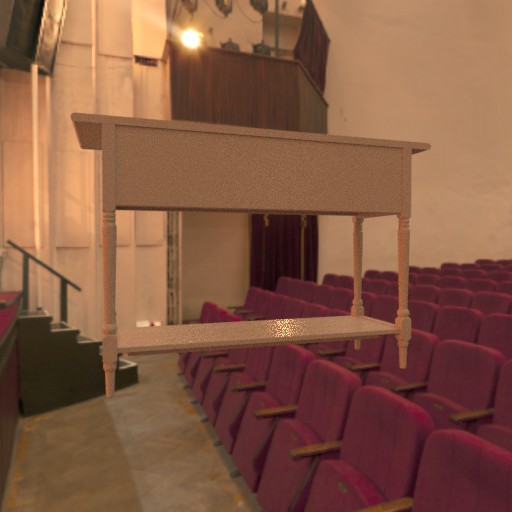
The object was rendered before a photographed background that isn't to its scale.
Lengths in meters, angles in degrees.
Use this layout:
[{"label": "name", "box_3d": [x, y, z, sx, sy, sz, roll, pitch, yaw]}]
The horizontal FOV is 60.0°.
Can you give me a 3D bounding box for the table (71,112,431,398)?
[{"label": "table", "box_3d": [0.000, 0.000, 1.595, 1.197, 0.808, 0.384, 0, 1, -18]}]
